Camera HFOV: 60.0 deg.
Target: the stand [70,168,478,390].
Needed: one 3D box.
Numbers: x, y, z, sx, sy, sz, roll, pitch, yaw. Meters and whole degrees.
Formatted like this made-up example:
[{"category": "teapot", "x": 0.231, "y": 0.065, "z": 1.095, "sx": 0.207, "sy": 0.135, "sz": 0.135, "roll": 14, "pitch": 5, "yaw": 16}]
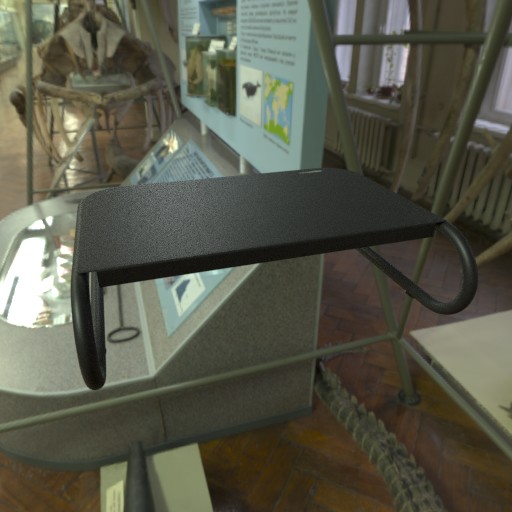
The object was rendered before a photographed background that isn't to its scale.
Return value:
[{"category": "stand", "x": 0.000, "y": 0.000, "z": 0.501, "sx": 0.370, "sy": 0.108, "sz": 0.280, "roll": -8, "pitch": 28, "yaw": -16}]
